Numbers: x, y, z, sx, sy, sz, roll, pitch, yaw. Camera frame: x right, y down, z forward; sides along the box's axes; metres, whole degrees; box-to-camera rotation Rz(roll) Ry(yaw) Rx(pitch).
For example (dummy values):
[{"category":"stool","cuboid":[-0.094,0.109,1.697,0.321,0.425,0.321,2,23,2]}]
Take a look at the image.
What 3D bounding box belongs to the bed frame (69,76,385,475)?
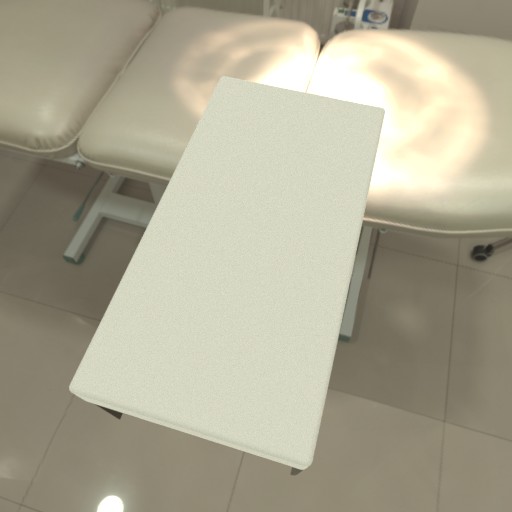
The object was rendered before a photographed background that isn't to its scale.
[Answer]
[{"category":"bed frame","cuboid":[0.000,0.000,2.435,1.023,0.659,1.950,14,62,8]}]
